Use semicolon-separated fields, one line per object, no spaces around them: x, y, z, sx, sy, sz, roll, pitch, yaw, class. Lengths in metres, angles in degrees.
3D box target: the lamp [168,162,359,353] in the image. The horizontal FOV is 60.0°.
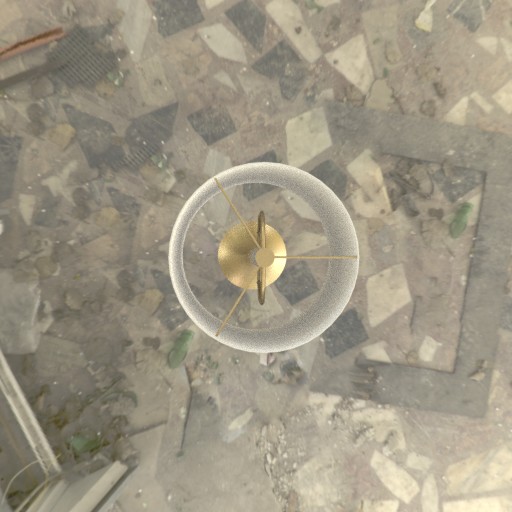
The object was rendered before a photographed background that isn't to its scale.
0.000;0.000;0.692;0.231;0.569;0.231;0;90;-2;lamp
